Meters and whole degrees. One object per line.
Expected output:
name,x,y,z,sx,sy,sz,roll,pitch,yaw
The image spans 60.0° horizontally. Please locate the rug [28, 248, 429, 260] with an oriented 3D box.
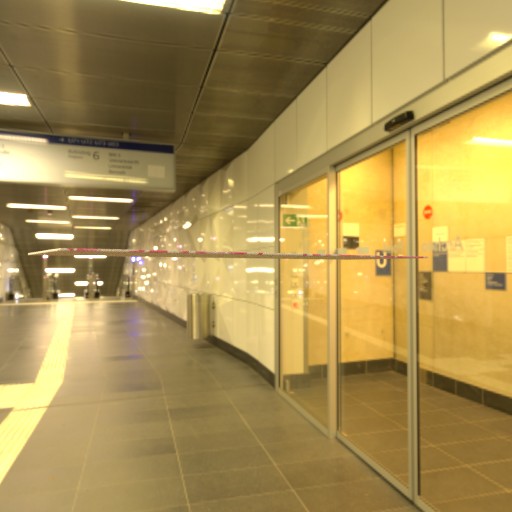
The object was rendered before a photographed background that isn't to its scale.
rug,0.000,0.000,2.771,2.458,0.011,0.787,1,-2,-35
